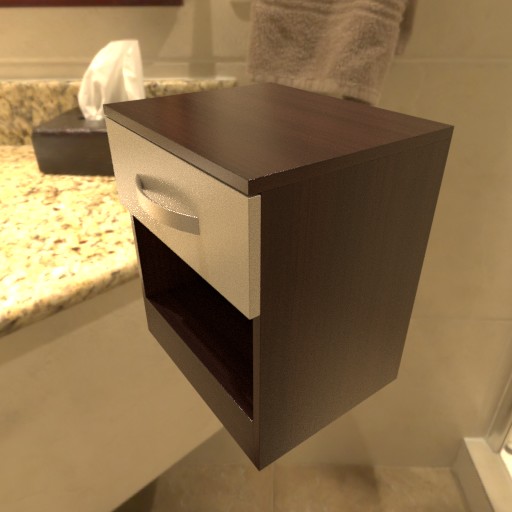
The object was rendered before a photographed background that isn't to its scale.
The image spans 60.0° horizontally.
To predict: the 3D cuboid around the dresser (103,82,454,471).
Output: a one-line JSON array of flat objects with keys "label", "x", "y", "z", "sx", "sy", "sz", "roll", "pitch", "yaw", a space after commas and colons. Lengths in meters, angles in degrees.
[{"label": "dresser", "x": 0.000, "y": 0.000, "z": 0.756, "sx": 0.360, "sy": 0.470, "sz": 0.400, "roll": -20, "pitch": 37, "yaw": -30}]
